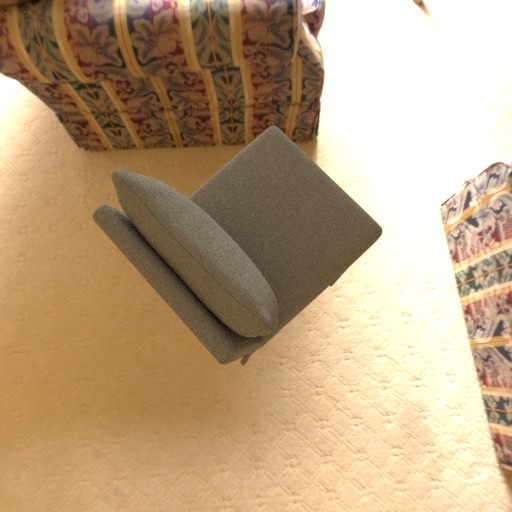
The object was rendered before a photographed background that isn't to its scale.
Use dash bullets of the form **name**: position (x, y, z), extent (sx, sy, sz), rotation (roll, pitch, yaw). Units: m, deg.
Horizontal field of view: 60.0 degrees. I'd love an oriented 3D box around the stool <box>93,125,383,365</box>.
- **stool**: position (0.000, 0.000, 1.417), extent (0.569, 1.132, 0.463), rotation (-42, 79, -10)
